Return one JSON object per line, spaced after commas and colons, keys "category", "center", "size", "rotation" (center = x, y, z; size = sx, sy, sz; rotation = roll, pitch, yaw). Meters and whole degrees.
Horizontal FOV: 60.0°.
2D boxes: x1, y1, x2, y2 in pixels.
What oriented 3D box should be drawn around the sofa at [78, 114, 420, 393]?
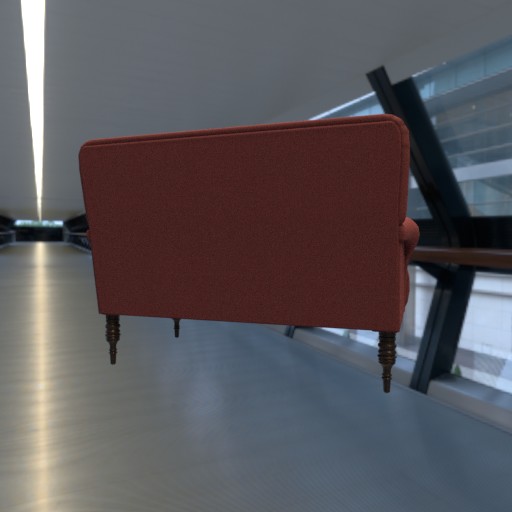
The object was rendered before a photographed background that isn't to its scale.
{"category": "sofa", "center": [0.000, 0.000, 1.862], "size": [1.297, 0.889, 0.779], "rotation": [1, 2, 18]}
